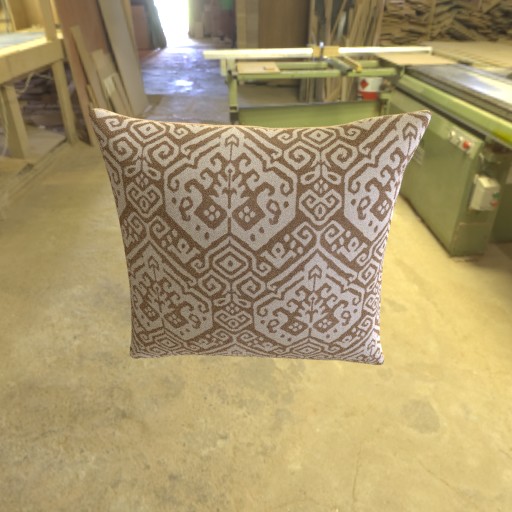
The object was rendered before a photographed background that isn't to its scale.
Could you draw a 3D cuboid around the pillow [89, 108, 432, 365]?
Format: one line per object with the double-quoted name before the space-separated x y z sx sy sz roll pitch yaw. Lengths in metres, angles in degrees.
"pillow" 0.000 0.000 0.632 0.419 0.407 0.173 1 31 2
